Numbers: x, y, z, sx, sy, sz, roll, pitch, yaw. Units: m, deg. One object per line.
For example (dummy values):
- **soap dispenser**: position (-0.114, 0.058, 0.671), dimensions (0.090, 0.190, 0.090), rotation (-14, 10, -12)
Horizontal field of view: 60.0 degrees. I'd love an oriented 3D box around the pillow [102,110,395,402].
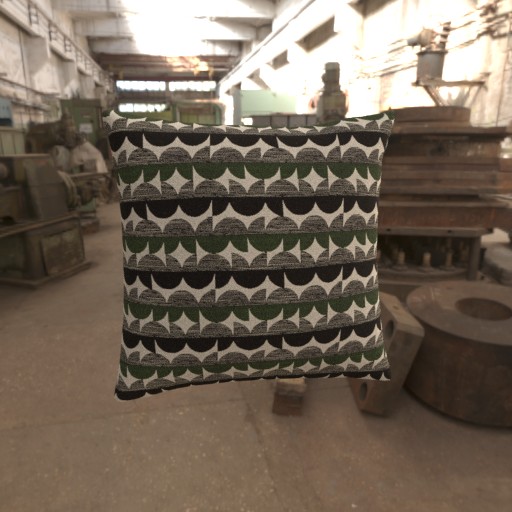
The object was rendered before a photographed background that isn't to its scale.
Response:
- **pillow**: position (0.000, 0.000, 0.643), dimensions (0.419, 0.404, 0.180), rotation (-2, 16, -8)
